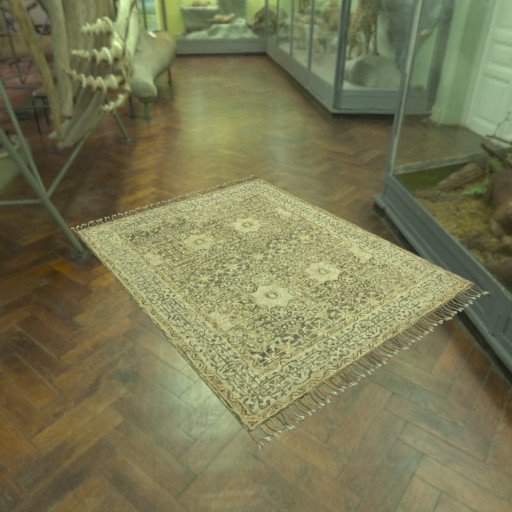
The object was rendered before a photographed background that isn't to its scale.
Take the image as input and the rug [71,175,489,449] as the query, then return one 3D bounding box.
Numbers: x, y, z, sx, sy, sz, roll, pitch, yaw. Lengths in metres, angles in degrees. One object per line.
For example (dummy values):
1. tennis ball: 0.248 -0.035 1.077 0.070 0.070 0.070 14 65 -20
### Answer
1. rug: 0.000 0.000 4.196 2.431 0.017 3.291 -22 38 -31
